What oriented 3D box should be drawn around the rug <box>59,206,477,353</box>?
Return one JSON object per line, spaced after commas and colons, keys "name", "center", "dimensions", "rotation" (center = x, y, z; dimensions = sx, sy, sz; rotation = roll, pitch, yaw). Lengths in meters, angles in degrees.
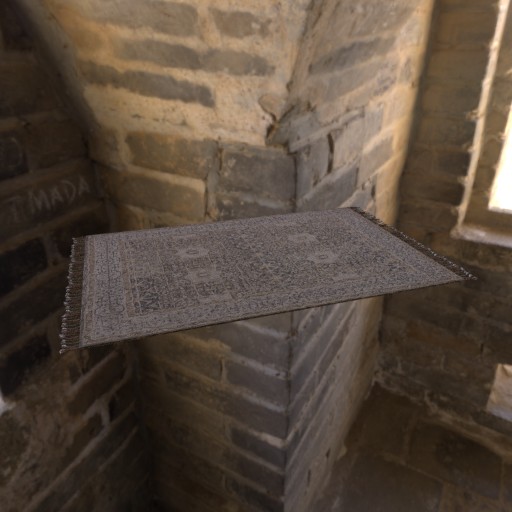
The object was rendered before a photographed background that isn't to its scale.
{"name": "rug", "center": [0.000, 0.000, 2.540], "dimensions": [2.029, 0.010, 1.237], "rotation": [-8, 26, -16]}
